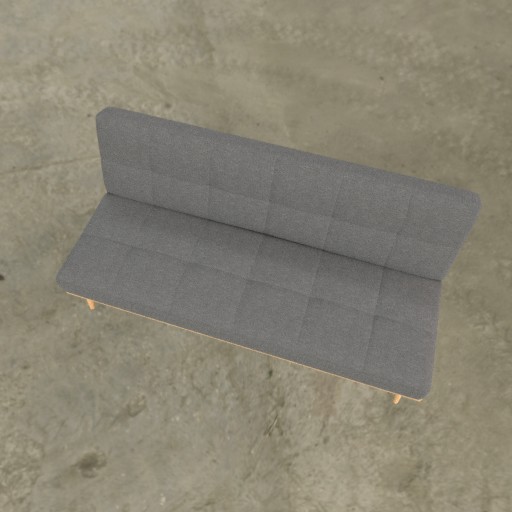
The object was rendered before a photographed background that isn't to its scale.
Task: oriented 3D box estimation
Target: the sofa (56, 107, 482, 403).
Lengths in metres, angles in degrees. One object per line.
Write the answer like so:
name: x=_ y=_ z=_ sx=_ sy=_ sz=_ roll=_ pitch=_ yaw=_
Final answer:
sofa: x=0.000 y=0.000 z=2.154 sx=1.820 sy=0.770 sz=0.820 roll=15 pitch=62 yaw=8
